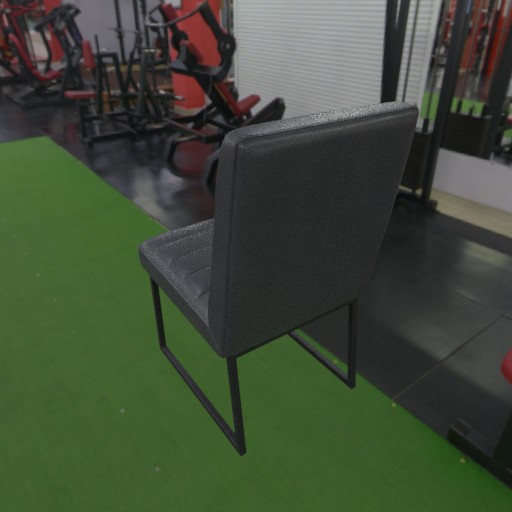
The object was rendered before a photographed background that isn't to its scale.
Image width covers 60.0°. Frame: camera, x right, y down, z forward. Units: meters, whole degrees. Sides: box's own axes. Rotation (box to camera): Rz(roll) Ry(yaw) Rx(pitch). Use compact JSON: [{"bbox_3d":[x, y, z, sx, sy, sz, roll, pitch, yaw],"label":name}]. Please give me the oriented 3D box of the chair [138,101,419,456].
[{"bbox_3d":[0.000,0.000,1.332,0.520,0.930,0.634,-19,35,-30],"label":"chair"}]
